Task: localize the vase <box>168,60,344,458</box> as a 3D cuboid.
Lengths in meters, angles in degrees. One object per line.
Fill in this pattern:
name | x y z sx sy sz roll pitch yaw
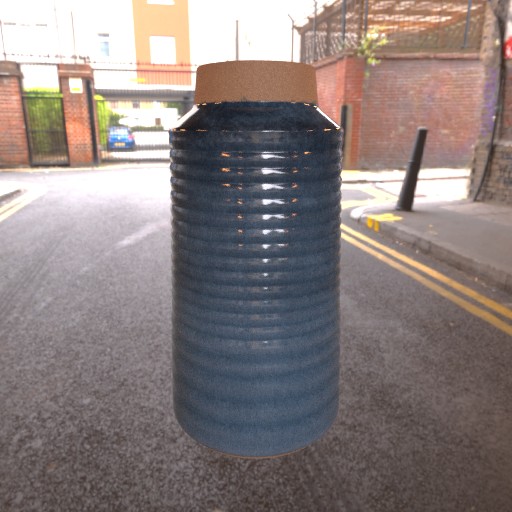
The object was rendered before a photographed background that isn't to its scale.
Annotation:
vase | 0.000 0.000 0.403 0.163 0.316 0.163 0 16 0
